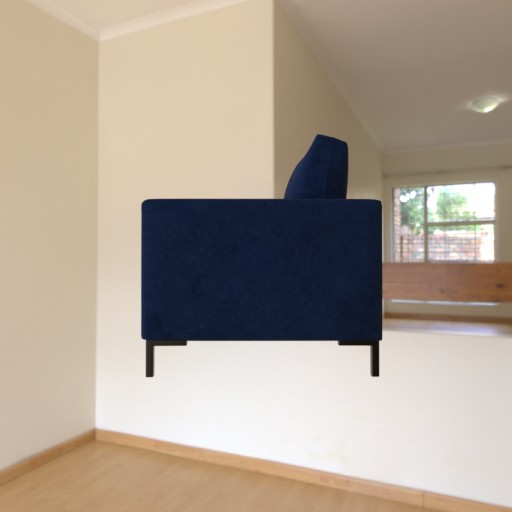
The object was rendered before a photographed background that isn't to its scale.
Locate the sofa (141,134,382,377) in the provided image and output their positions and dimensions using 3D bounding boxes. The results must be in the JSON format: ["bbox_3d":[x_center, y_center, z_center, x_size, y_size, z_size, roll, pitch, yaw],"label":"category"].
[{"bbox_3d":[0.000,0.000,2.649,0.875,0.879,2.252,0,-1,0],"label":"sofa"}]
